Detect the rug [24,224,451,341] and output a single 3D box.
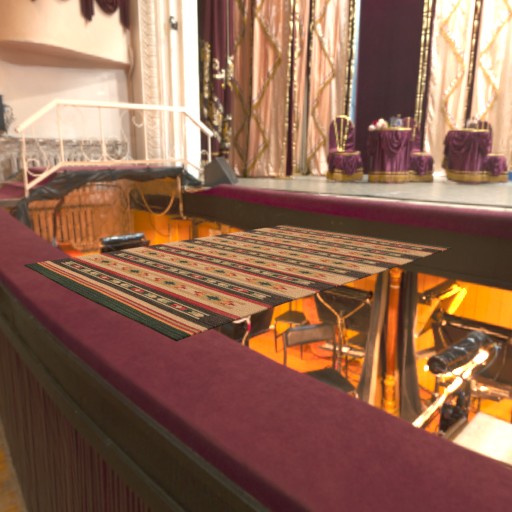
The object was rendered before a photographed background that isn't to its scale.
[{"bbox_3d":[0.000,0.000,2.242,1.825,0.009,1.221,-12,17,-43],"label":"rug"}]
